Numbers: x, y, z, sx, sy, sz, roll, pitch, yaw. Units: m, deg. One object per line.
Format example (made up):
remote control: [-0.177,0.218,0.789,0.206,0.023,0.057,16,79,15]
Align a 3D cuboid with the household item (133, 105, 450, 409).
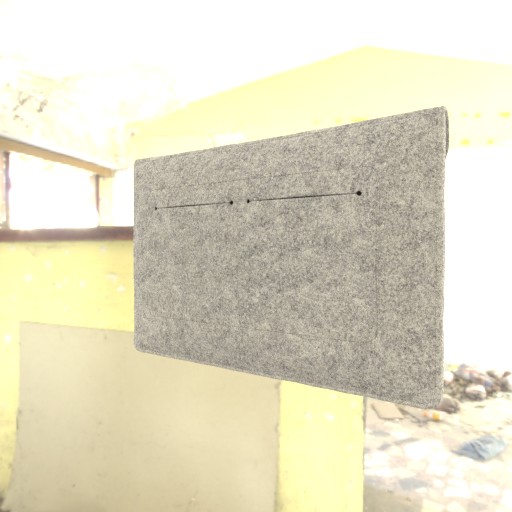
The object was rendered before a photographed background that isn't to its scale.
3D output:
household item: [0.000,0.000,0.417,0.335,0.221,0.057,1,1,35]
